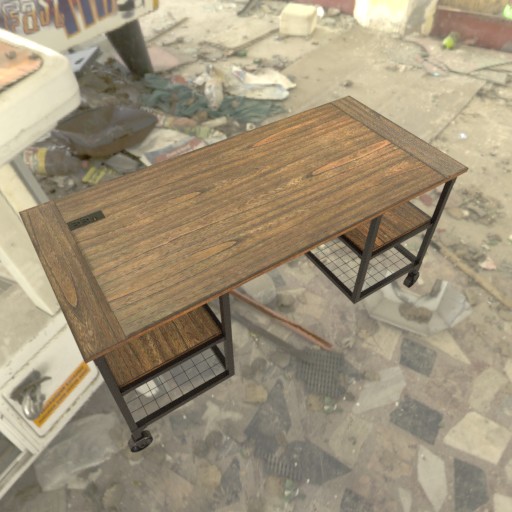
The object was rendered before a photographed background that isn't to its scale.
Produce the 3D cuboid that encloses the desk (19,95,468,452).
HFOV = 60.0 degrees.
[{"bbox_3d":[0.000,0.000,1.946,1.590,0.751,0.711,-26,52,-22],"label":"desk"}]
